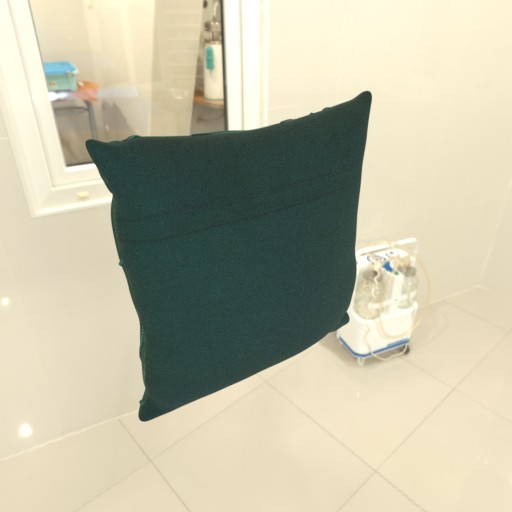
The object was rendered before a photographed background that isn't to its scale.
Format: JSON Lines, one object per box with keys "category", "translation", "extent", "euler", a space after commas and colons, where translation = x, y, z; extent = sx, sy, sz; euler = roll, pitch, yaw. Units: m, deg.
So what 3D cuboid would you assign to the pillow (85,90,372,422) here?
{"category": "pillow", "translation": [0.000, 0.000, 0.676], "extent": [0.439, 0.440, 0.184], "euler": [-19, 35, -30]}
